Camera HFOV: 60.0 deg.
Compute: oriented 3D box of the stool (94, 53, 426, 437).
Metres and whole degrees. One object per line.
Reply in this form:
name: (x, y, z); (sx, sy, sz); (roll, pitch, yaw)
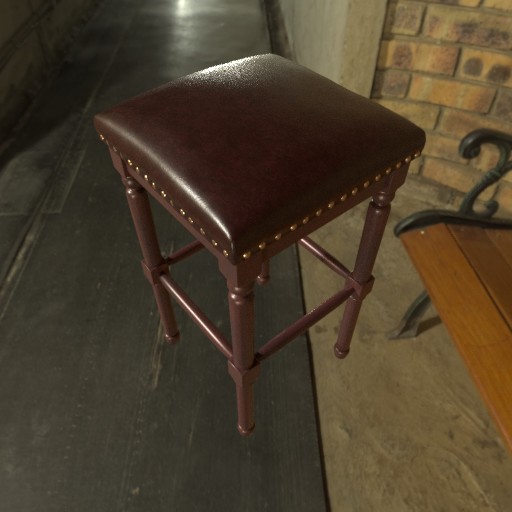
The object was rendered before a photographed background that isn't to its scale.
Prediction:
stool: (0.000, 0.000, 0.918); (0.383, 0.702, 0.382); (-31, 54, -26)
